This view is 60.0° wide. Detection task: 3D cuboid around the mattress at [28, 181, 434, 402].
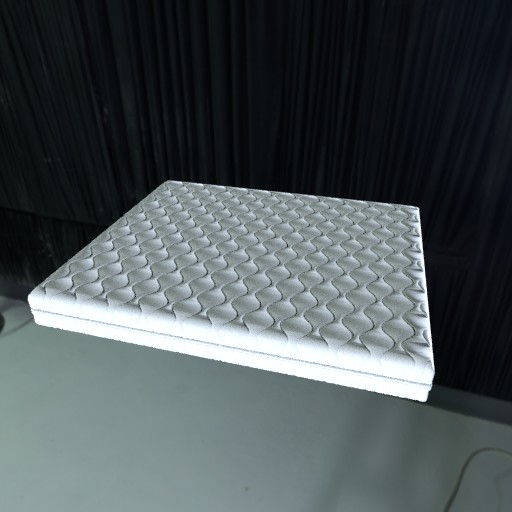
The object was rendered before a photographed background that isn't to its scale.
[{"bbox_3d":[0.000,0.000,2.647,1.900,0.200,1.600,8,32,13],"label":"mattress"}]
